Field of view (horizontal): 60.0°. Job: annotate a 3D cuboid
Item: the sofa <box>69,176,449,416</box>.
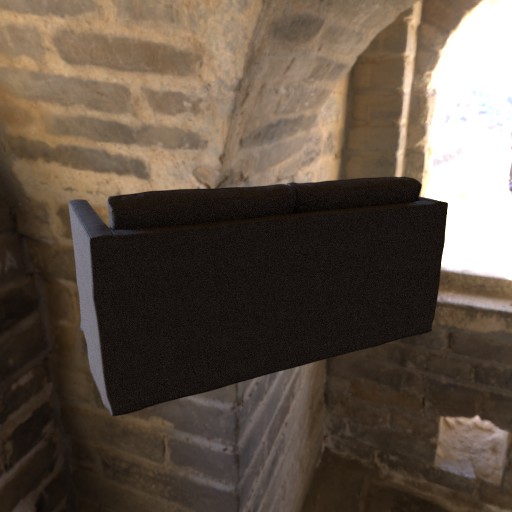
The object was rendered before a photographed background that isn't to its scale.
[{"bbox_3d":[0.000,0.000,2.402,1.802,0.854,0.974,-8,18,-25],"label":"sofa"}]
